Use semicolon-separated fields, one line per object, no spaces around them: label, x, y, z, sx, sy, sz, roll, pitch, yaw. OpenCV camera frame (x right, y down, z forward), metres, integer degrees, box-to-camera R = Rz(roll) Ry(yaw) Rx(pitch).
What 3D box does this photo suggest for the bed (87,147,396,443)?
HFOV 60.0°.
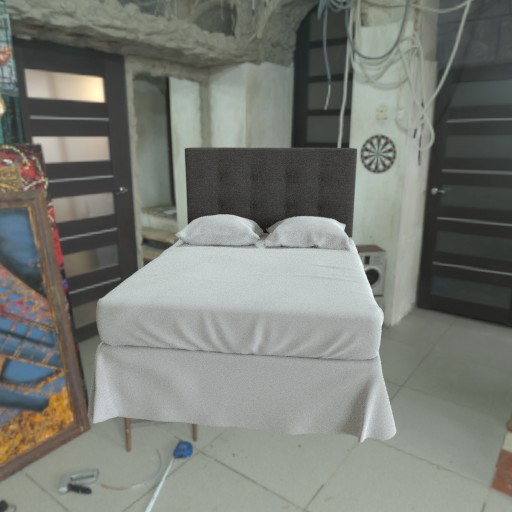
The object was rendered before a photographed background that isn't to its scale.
bed;0.000;0.000;3.413;1.936;1.577;2.222;2;15;7
